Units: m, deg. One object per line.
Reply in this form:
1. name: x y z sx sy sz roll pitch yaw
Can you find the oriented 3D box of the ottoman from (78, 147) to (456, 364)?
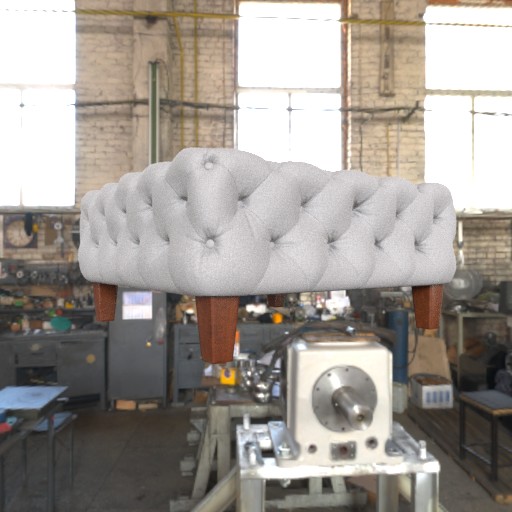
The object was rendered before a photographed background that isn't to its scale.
1. ottoman: 0.000 0.000 1.188 0.764 0.365 0.758 0 -1 -36
